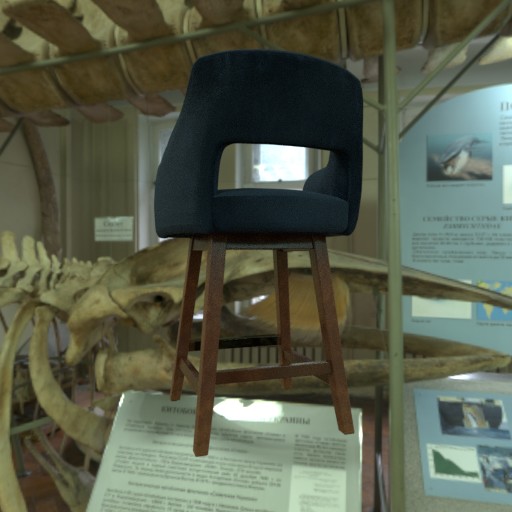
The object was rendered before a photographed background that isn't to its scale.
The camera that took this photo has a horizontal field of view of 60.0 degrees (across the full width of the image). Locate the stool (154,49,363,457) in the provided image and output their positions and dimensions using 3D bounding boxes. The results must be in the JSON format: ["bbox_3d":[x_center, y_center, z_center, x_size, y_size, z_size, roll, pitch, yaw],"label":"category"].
[{"bbox_3d":[0.000,0.000,1.272,0.550,0.940,0.560,0,0,-19],"label":"stool"}]
